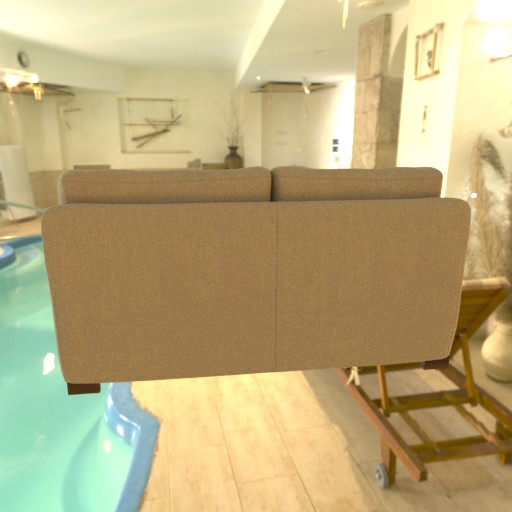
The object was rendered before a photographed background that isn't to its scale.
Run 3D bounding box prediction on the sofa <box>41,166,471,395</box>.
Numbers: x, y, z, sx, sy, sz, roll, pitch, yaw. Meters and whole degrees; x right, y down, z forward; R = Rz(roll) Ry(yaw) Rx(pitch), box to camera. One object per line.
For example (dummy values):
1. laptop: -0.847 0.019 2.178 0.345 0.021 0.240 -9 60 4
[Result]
1. sofa: 0.000 0.000 2.377 1.855 0.980 0.962 -2 15 -7
